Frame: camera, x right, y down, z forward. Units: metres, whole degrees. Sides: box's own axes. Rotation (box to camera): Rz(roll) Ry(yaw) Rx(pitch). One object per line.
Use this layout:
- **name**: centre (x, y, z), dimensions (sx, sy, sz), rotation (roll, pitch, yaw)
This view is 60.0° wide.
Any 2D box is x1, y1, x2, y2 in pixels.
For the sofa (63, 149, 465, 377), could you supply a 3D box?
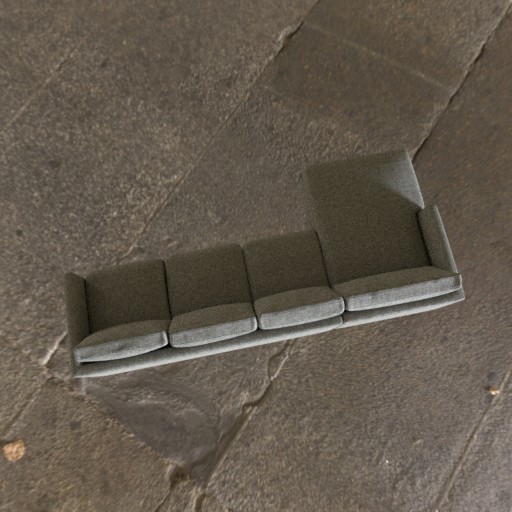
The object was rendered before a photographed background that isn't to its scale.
- **sofa**: centre (0.000, 0.000, 4.235), dimensions (3.485, 0.960, 1.635), rotation (-11, 76, -3)
